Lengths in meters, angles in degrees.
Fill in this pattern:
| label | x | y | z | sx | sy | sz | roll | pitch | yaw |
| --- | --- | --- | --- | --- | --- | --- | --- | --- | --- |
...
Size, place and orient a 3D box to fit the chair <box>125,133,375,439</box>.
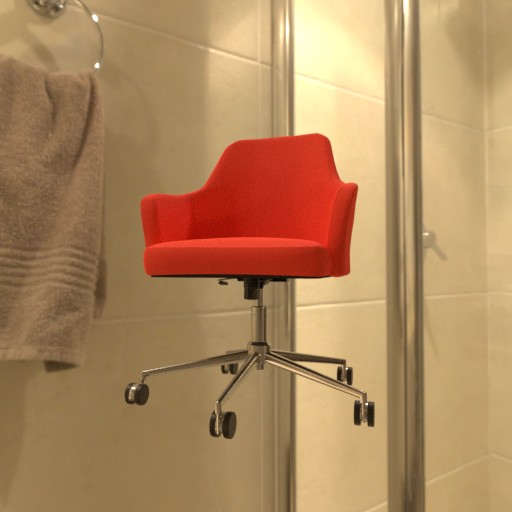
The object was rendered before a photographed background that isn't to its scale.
| label | x | y | z | sx | sy | sz | roll | pitch | yaw |
| --- | --- | --- | --- | --- | --- | --- | --- | --- | --- |
| chair | 0.000 | 0.000 | 1.256 | 0.655 | 0.820 | 0.600 | 0 | -1 | 18 |
